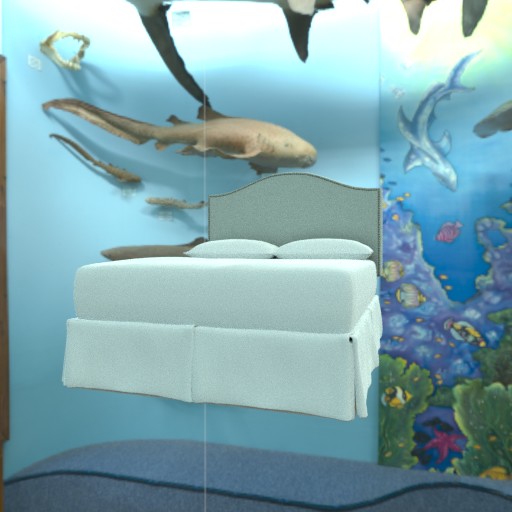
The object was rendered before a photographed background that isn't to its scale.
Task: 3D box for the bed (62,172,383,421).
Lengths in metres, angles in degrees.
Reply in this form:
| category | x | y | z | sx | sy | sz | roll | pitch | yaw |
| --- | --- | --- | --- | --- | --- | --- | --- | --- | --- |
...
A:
| category | x | y | z | sx | sy | sz | roll | pitch | yaw |
| --- | --- | --- | --- | --- | --- | --- | --- | --- | --- |
| bed | 0.000 | 0.000 | 3.370 | 1.813 | 1.607 | 2.180 | 0 | 1 | 18 |
